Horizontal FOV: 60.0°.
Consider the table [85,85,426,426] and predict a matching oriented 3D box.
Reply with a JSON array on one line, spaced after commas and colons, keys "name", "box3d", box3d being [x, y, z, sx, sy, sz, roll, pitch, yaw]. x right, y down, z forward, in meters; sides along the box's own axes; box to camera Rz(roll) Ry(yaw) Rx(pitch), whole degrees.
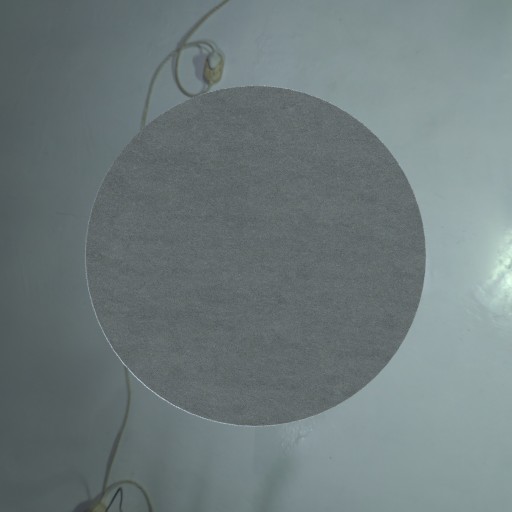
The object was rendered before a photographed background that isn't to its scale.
[{"name": "table", "box3d": [0.000, 0.000, 1.390, 0.889, 0.470, 0.889, 0, 90, 1]}]
